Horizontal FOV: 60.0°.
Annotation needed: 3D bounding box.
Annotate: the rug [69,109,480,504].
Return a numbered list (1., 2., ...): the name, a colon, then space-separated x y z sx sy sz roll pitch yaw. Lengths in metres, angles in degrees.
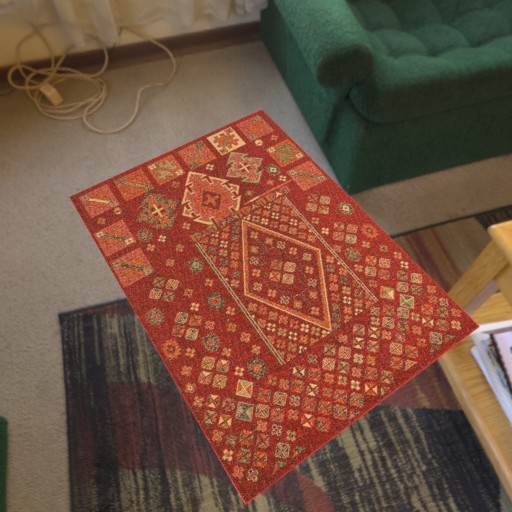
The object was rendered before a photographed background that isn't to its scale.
1. rug: 0.000 0.000 4.156 2.389 0.011 3.306 -30 63 -17
